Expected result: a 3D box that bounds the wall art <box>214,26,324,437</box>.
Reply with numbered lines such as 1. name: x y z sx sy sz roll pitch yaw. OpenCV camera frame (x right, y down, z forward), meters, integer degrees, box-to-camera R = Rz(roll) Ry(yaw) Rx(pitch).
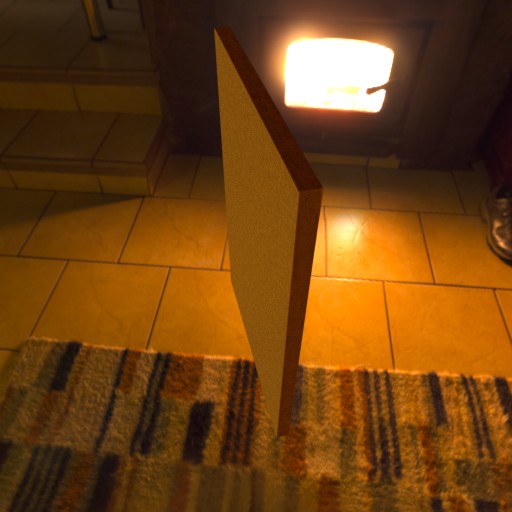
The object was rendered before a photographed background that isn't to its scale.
1. wall art: 0.000 0.000 1.157 0.037 0.914 0.610 -11 48 -10
